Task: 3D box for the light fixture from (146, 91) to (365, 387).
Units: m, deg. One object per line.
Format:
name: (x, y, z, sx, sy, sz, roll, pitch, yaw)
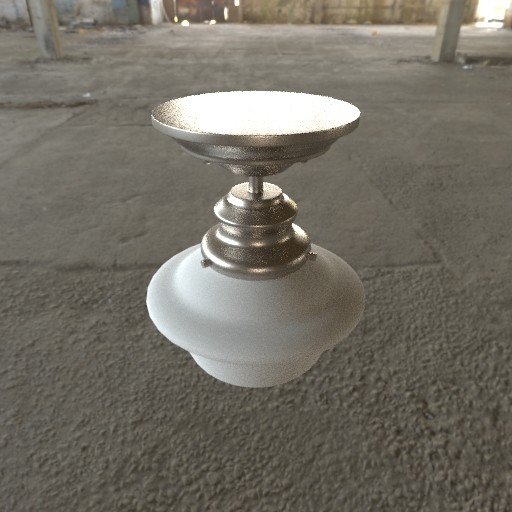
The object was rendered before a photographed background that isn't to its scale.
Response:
light fixture: (0.000, 0.000, 0.394, 0.199, 0.254, 0.199, 0, 30, 0)
